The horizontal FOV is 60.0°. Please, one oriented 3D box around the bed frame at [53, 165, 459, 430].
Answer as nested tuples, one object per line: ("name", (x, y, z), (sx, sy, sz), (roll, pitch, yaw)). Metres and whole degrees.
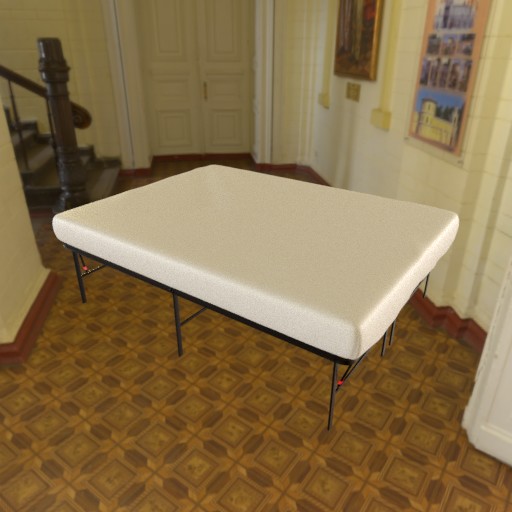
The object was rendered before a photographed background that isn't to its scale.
("bed frame", (0.000, 0.000, 2.930), (2.151, 0.667, 1.584), (18, 31, 32))
